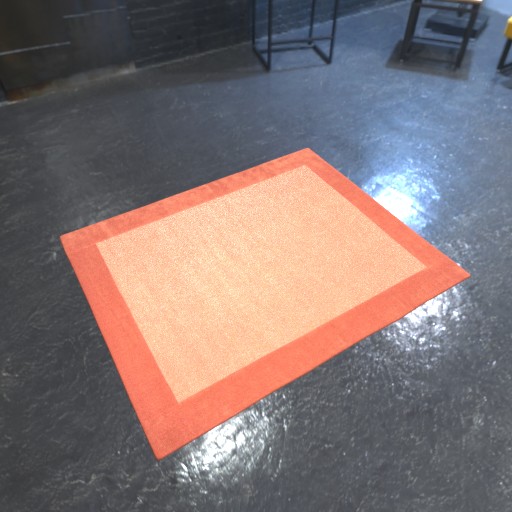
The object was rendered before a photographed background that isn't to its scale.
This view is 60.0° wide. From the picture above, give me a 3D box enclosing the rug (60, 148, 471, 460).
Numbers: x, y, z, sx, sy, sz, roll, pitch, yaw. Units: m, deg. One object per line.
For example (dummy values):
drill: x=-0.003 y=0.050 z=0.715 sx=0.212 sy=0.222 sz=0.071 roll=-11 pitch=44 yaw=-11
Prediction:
rug: x=0.000 y=0.000 z=4.073 sx=2.976 sy=0.018 sz=2.430 roll=-24 pitch=51 yaw=-21
